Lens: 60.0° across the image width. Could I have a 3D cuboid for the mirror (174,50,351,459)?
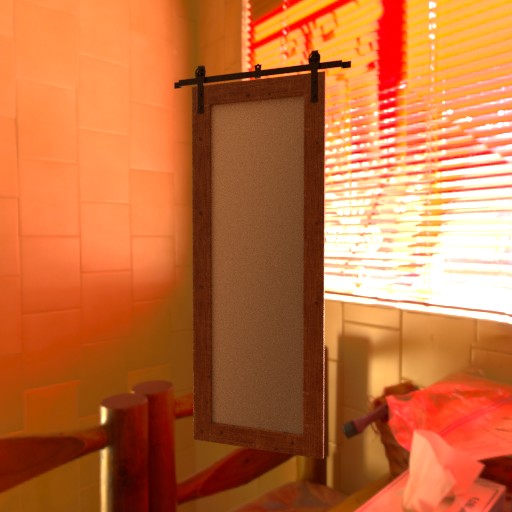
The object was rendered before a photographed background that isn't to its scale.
[{"bbox_3d":[0.000,0.000,2.042,0.847,1.793,0.042,1,2,18],"label":"mirror"}]
